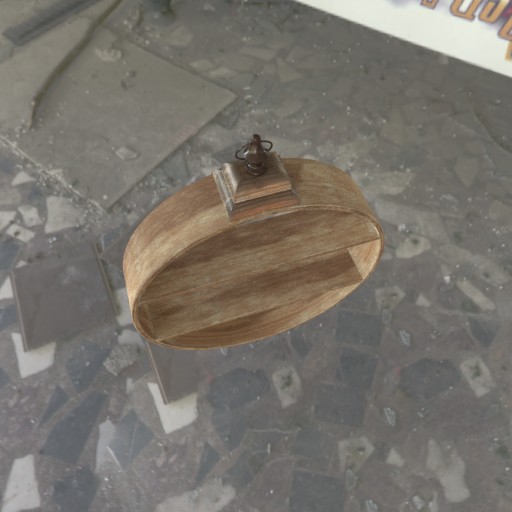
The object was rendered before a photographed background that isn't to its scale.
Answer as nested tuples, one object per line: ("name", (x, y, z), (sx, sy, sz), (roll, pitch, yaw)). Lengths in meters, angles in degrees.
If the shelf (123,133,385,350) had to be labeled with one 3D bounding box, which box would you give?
("shelf", (0.000, 0.000, 1.012), (0.601, 0.725, 0.125), (-15, 59, -9))
